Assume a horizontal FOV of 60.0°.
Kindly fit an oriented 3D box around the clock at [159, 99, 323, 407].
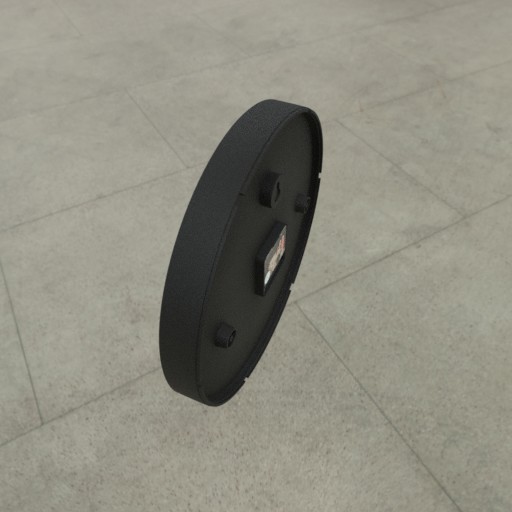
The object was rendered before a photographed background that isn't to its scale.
[{"bbox_3d":[0.000,0.000,0.439,0.040,0.293,0.293,18,50,16],"label":"clock"}]
